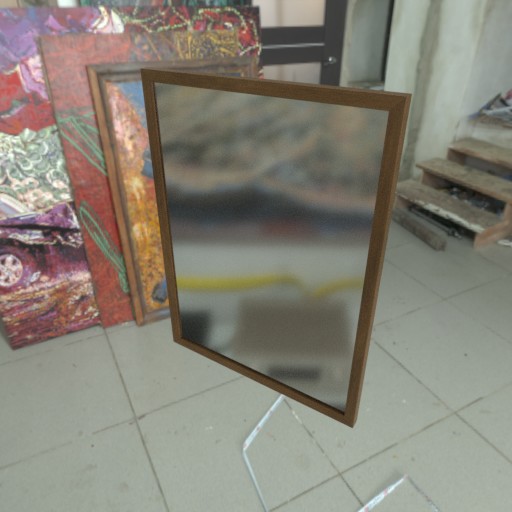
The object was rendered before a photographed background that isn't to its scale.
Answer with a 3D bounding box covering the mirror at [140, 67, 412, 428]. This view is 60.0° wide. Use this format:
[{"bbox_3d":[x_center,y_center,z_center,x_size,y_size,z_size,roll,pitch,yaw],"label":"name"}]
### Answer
[{"bbox_3d":[0.000,0.000,1.355,0.762,1.016,0.040,18,35,28],"label":"mirror"}]
